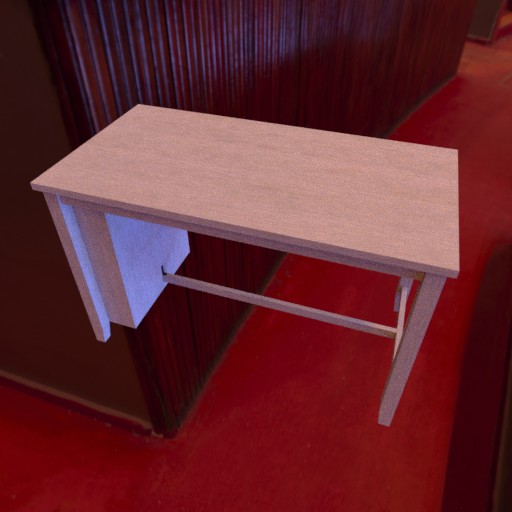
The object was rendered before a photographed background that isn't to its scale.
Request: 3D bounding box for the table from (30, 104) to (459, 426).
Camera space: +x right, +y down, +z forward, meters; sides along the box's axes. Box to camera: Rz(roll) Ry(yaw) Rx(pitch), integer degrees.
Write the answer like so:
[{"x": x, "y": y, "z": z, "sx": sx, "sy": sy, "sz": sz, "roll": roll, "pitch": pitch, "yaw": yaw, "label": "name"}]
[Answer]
[{"x": 0.000, "y": 0.000, "z": 1.904, "sx": 1.397, "sy": 0.874, "sz": 0.729, "roll": 12, "pitch": 42, "yaw": 14, "label": "table"}]
